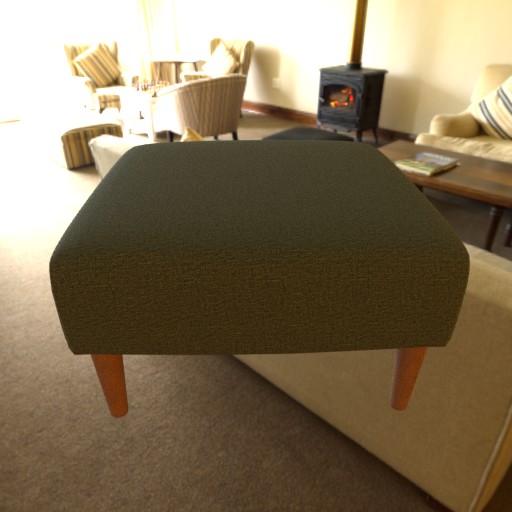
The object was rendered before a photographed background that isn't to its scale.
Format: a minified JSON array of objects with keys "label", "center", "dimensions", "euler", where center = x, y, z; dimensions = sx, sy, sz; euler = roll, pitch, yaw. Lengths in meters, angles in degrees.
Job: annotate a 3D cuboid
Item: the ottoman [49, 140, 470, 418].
[{"label":"ottoman","center":[0.000,0.000,1.003],"dimensions":[0.650,0.398,0.649],"euler":[-1,30,-2]}]
